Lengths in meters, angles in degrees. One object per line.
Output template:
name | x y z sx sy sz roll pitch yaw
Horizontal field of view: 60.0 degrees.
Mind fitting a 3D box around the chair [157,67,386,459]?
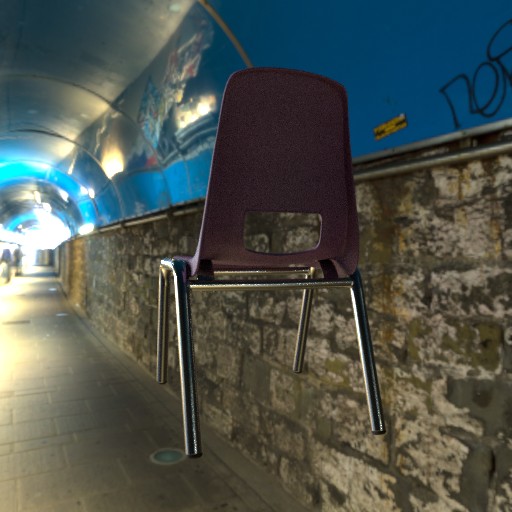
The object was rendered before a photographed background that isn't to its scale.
chair | 0.000 0.000 0.869 0.356 0.584 0.419 0 0 -16
